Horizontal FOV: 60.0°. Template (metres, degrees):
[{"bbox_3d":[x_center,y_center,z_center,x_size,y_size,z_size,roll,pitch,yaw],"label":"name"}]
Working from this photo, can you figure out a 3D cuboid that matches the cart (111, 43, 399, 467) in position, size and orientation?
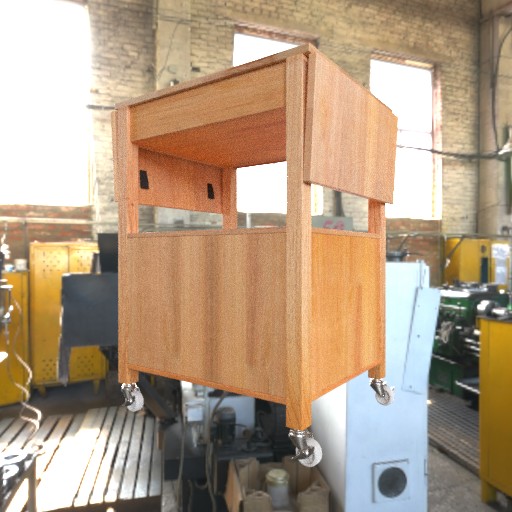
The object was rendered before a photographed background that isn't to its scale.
[{"bbox_3d":[0.000,0.000,1.245,0.640,0.838,0.508,0,0,36],"label":"cart"}]
